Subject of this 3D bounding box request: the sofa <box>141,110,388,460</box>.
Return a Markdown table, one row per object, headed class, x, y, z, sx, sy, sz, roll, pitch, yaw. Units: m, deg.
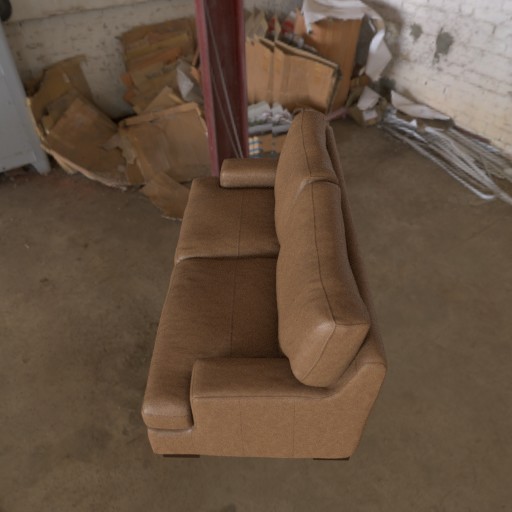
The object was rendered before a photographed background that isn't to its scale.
| class | x | y | z | sx | sy | sz | roll | pitch | yaw |
| --- | --- | --- | --- | --- | --- | --- | --- | --- | --- |
| sofa | 0.000 | 0.000 | 2.431 | 0.962 | 0.980 | 1.855 | 1 | 42 | 1 |
